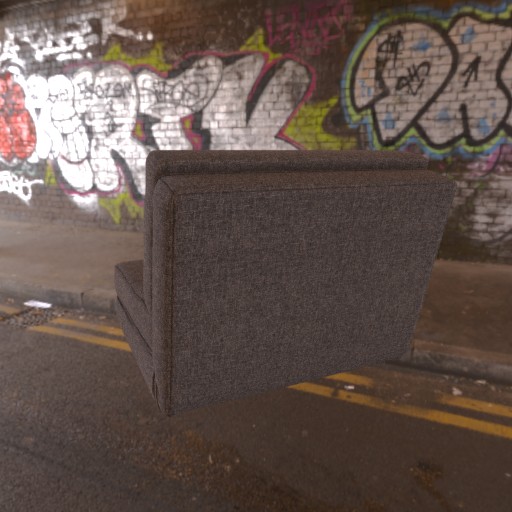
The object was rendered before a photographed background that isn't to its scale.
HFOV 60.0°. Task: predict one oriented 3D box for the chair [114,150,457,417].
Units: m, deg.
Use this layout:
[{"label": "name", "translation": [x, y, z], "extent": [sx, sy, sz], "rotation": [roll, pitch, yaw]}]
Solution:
[{"label": "chair", "translation": [0.000, 0.000, 1.324], "extent": [0.740, 0.615, 0.800], "rotation": [-6, 15, -25]}]
